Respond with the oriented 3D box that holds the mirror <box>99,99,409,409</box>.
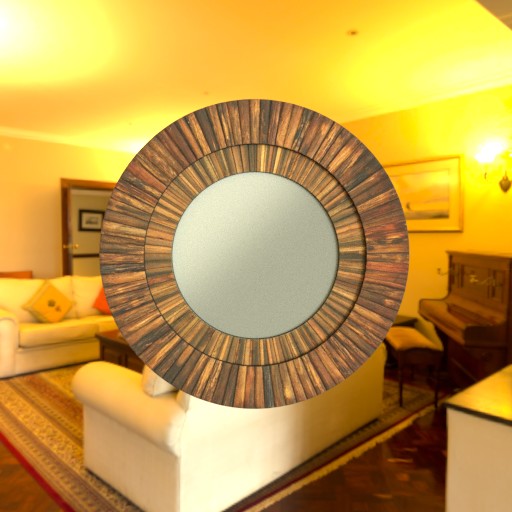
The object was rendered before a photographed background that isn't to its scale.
[{"bbox_3d":[0.000,0.000,1.557,1.077,1.077,0.036,0,2,-2],"label":"mirror"}]
